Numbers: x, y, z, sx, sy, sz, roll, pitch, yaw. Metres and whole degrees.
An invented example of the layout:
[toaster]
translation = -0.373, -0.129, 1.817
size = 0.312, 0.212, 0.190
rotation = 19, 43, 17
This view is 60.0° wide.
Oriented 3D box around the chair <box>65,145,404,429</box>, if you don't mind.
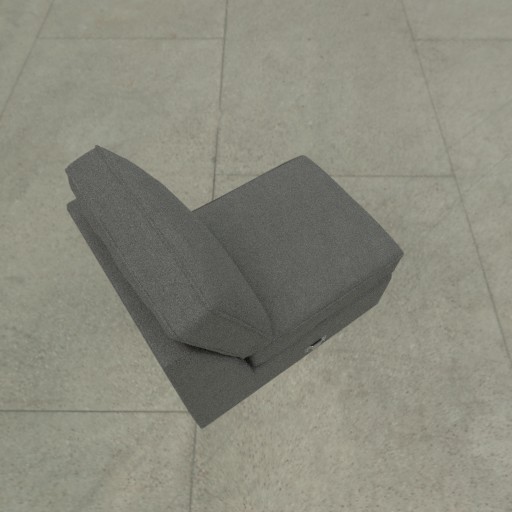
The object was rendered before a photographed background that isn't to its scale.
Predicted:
[chair]
translation = 0.000, 0.000, 1.571
size = 0.938, 0.970, 0.621
rotation = -31, 63, -18
